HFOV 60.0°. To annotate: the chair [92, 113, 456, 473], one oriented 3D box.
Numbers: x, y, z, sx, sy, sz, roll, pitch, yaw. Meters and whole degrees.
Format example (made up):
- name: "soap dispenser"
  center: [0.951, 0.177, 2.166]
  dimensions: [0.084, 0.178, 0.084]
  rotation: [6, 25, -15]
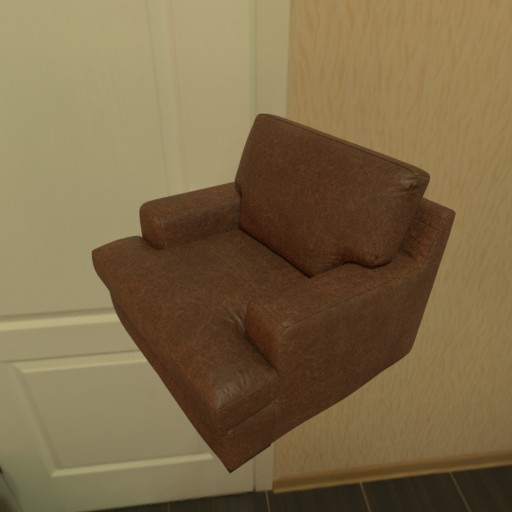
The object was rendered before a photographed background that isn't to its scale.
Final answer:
- name: "chair"
  center: [0.000, 0.000, 1.963]
  dimensions: [1.143, 0.939, 1.168]
  rotation: [-22, 39, -30]
